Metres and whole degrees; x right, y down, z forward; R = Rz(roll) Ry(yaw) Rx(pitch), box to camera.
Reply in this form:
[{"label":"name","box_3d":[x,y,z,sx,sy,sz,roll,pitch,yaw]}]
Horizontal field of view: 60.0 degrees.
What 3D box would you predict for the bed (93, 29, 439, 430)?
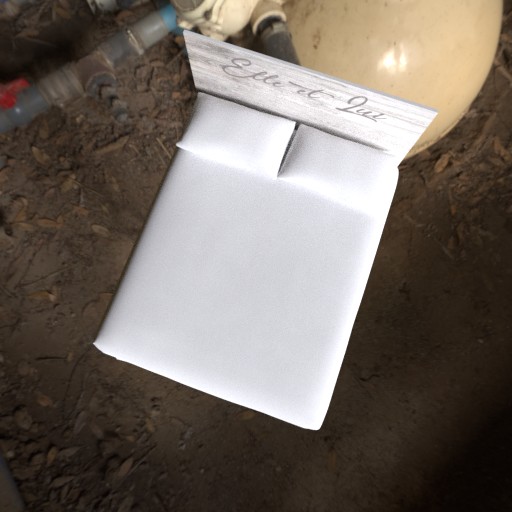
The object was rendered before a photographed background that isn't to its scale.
[{"label":"bed","box_3d":[0.000,0.000,3.087,1.745,1.335,2.094,19,78,4]}]
